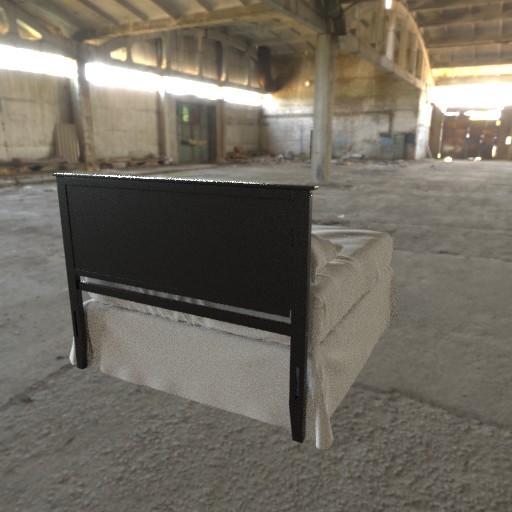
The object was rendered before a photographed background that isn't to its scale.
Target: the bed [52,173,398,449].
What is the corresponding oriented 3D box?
[{"bbox_3d":[0.000,0.000,3.265,1.870,1.270,2.050,8,17,27],"label":"bed"}]
